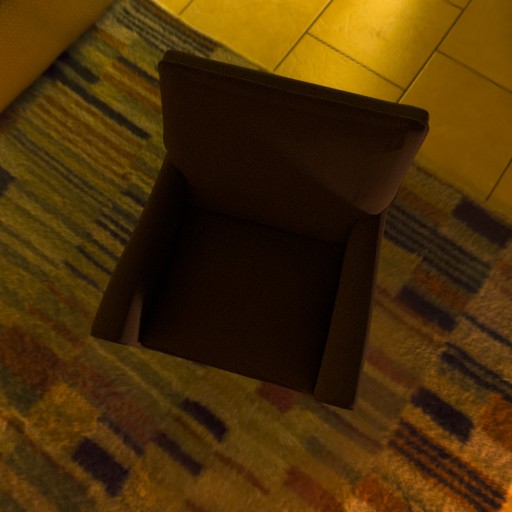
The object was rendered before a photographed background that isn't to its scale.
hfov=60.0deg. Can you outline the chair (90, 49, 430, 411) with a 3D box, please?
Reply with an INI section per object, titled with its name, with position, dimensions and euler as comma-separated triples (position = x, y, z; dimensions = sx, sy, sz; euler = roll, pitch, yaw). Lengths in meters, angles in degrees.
[chair]
position = 0.000, 0.000, 1.566
dimensions = 0.836, 0.911, 0.831
euler = 15, 76, 4
